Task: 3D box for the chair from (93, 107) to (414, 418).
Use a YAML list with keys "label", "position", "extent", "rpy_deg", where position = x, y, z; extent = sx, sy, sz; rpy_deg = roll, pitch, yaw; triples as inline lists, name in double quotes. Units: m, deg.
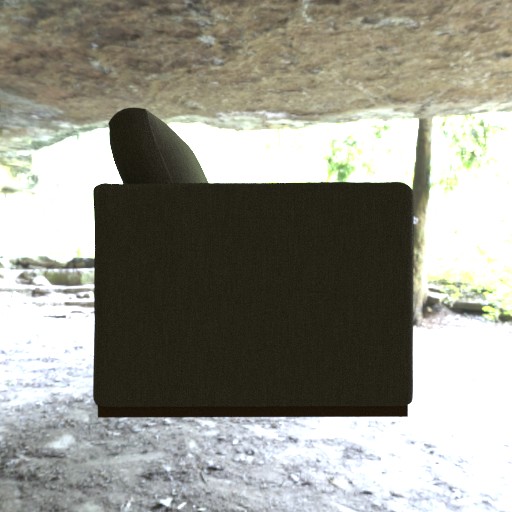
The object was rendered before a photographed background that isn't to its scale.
- label: "chair"
  position: [0.000, 0.000, 1.477]
  extent: [0.834, 0.811, 0.763]
  rpy_deg: [0, 0, 0]
